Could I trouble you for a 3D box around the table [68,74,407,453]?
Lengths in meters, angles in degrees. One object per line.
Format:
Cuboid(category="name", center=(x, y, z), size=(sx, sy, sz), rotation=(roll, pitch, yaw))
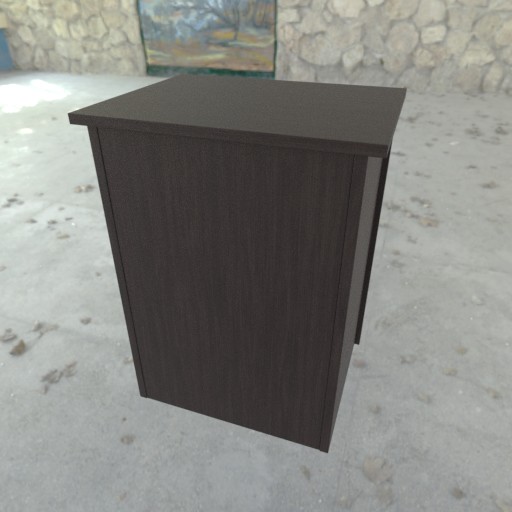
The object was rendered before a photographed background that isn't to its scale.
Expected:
Cuboid(category="table", center=(0.000, 0.000, 0.931), size=(0.480, 0.635, 0.381), rotation=(10, 33, 17))
